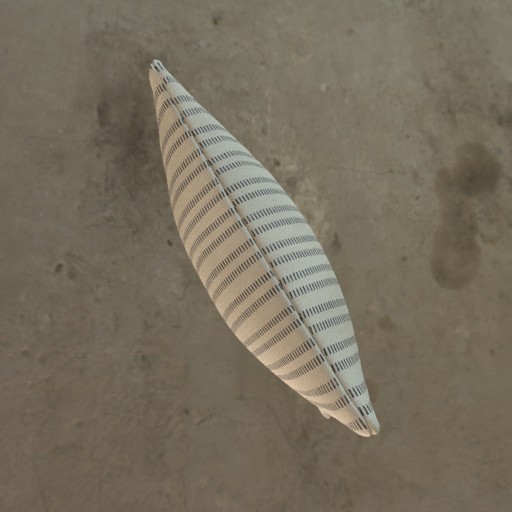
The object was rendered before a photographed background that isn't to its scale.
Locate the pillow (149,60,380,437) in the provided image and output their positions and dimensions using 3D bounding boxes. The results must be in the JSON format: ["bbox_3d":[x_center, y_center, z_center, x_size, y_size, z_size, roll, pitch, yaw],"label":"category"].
[{"bbox_3d":[0.000,0.000,0.788,0.210,0.353,0.640,-29,77,-7],"label":"pillow"}]
